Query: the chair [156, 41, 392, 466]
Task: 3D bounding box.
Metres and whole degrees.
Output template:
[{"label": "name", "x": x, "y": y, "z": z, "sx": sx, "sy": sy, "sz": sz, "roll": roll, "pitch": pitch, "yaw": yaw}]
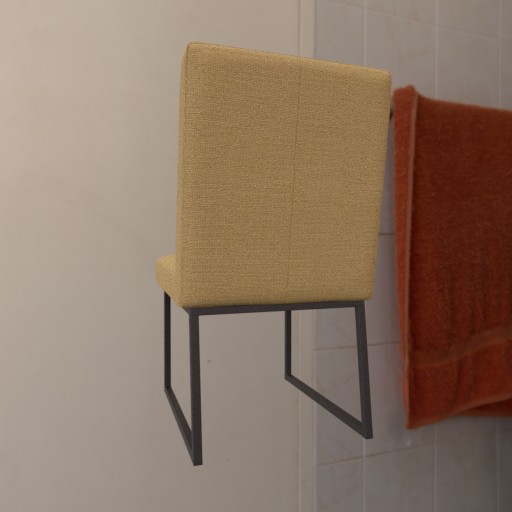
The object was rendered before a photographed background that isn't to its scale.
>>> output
[{"label": "chair", "x": 0.000, "y": 0.000, "z": 1.297, "sx": 0.520, "sy": 0.930, "sz": 0.634, "roll": 0, "pitch": 1, "yaw": -18}]
